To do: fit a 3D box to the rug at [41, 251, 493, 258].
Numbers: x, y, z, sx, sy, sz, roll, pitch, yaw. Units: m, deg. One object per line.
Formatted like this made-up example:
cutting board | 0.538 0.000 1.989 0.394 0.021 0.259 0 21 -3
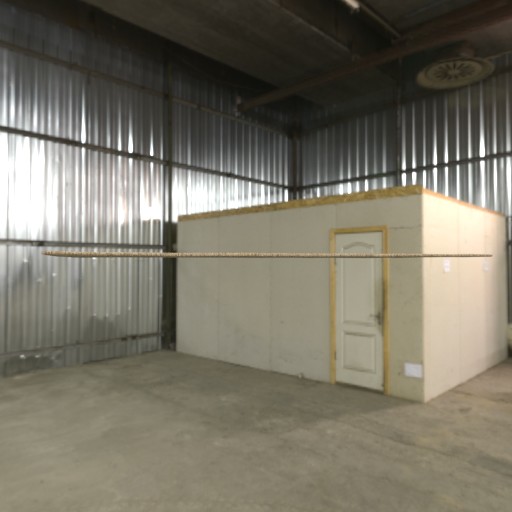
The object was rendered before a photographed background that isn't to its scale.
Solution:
rug | 0.000 0.000 2.270 1.822 0.018 1.211 0 -1 -17
